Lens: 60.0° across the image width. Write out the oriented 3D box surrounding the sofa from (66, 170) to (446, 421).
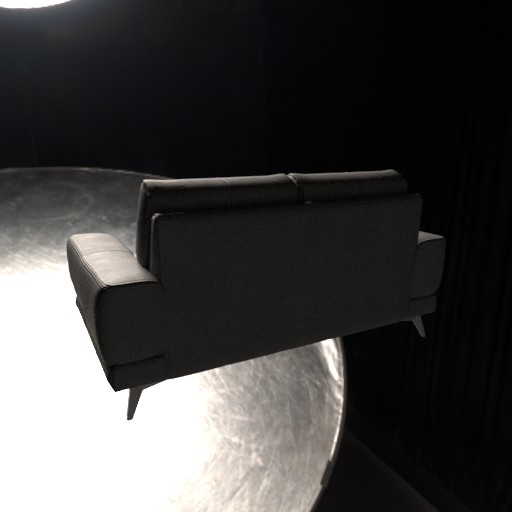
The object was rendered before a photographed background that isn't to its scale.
[{"bbox_3d":[0.000,0.000,2.375,1.806,0.907,1.018,-8,16,-27],"label":"sofa"}]
